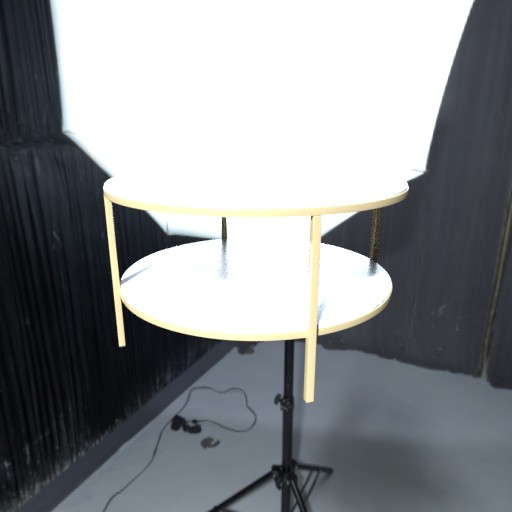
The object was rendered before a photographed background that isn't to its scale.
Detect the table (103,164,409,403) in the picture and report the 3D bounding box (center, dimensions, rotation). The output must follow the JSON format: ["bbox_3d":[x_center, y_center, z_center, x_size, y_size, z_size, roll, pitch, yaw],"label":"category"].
[{"bbox_3d":[0.000,0.000,1.286,0.800,0.450,0.800,0,17,0],"label":"table"}]
